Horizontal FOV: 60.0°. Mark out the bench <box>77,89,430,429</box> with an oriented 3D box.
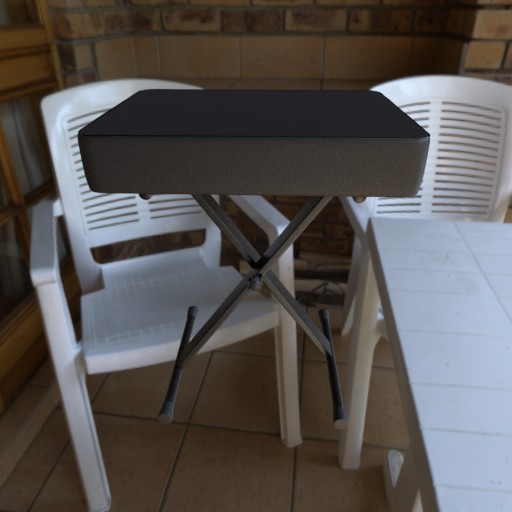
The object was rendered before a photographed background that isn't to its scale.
[{"bbox_3d":[0.000,0.000,0.775,0.424,0.500,0.321,1,30,2],"label":"bench"}]
